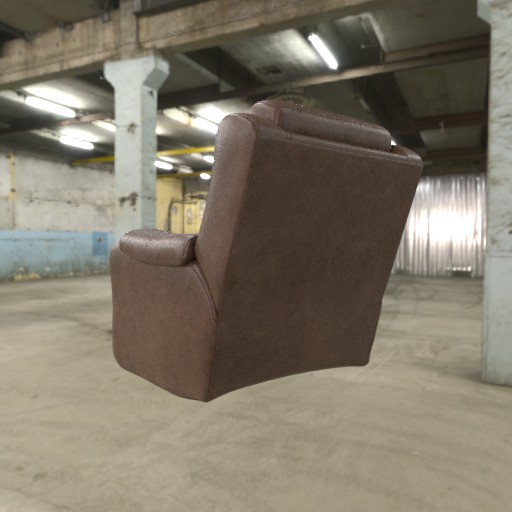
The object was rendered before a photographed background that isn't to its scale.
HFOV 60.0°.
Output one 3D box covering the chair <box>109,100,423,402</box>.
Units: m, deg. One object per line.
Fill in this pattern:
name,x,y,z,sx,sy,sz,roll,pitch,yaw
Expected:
chair,0.000,0.000,1.831,0.940,0.990,1.067,-1,1,-36
